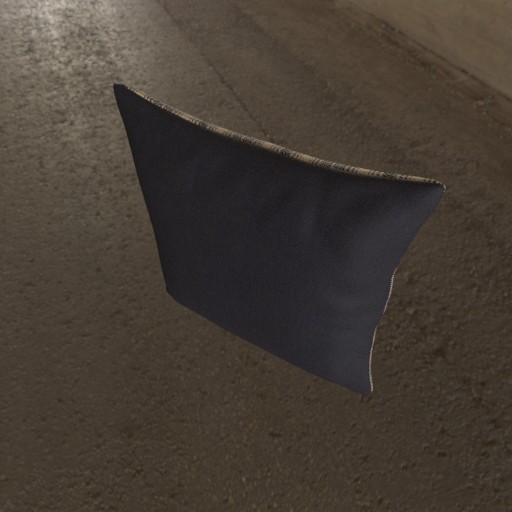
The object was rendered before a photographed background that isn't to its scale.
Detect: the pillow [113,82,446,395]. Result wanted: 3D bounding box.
[{"bbox_3d":[0.000,0.000,0.781,0.520,0.508,0.166,24,50,22],"label":"pillow"}]
